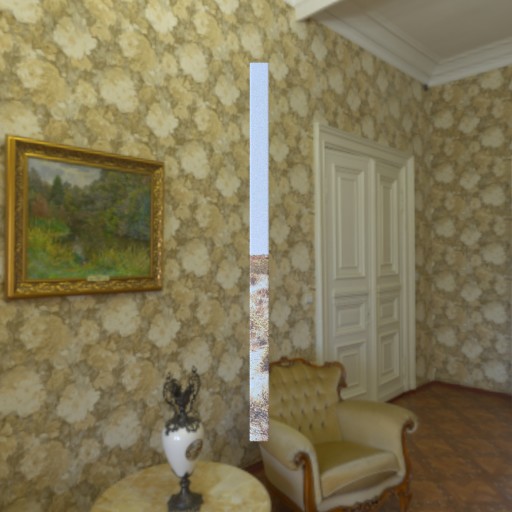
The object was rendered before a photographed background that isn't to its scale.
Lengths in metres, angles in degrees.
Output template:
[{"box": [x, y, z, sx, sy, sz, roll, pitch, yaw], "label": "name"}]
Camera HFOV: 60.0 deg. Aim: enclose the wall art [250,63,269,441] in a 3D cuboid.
[{"box": [0.000, 0.000, 1.949, 0.051, 1.016, 1.520, 0, -1, -1], "label": "wall art"}]
